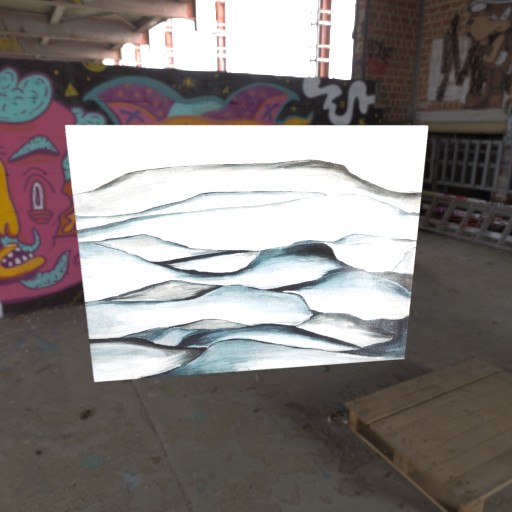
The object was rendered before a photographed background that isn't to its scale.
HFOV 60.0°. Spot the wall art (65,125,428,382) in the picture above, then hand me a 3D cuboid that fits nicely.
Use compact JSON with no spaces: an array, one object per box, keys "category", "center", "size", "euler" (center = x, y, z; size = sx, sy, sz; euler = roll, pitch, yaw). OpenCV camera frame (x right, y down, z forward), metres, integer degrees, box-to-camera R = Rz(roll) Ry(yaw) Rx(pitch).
[{"category":"wall art","center":[0.000,0.000,1.617],"size":[1.219,0.915,0.039],"euler":[-2,16,-8]}]
